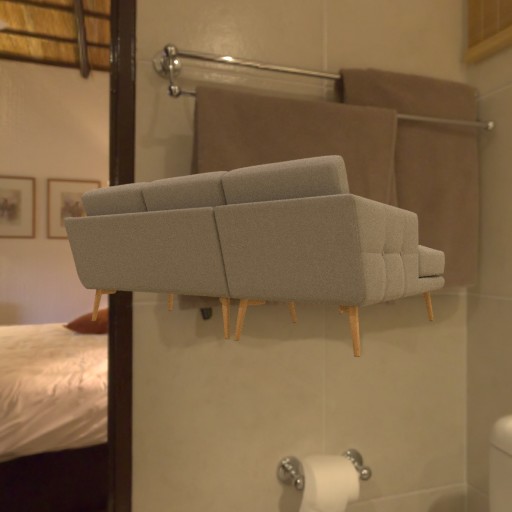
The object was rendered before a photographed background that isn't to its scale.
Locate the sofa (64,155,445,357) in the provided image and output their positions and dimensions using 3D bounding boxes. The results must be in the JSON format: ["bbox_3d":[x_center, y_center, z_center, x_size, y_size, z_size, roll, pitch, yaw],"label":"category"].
[{"bbox_3d":[0.000,0.000,2.906,2.040,0.860,1.530,0,0,35],"label":"sofa"}]
